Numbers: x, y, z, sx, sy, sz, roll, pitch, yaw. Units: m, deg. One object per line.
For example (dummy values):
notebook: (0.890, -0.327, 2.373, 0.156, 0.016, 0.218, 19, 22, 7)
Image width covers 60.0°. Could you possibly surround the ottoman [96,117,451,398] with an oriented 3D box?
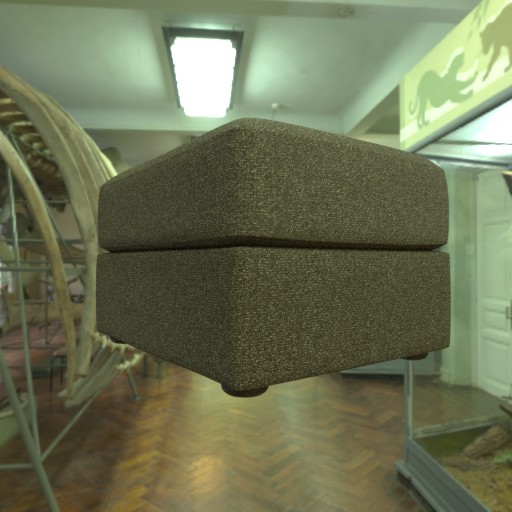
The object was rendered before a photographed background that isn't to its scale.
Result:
ottoman: (0.000, 0.000, 1.111, 0.598, 0.476, 0.742, 0, -1, -36)
